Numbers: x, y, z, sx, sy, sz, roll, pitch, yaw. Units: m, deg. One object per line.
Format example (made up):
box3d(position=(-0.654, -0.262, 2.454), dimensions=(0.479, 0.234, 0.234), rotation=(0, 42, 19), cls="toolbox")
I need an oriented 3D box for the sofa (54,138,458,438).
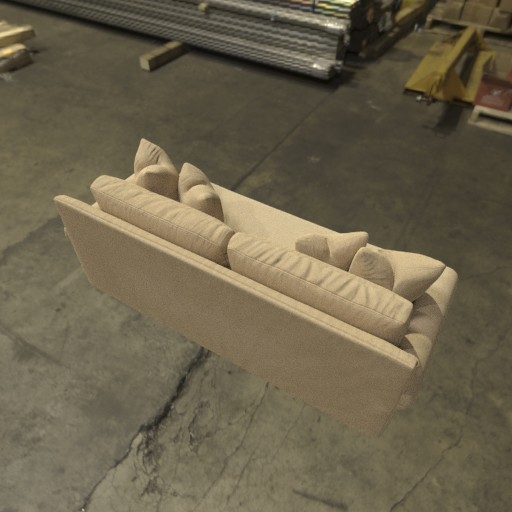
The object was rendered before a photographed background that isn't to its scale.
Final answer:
box3d(position=(0.000, 0.000, 2.779), dimensions=(2.285, 0.904, 1.067), rotation=(24, 51, 20), cls="sofa")
